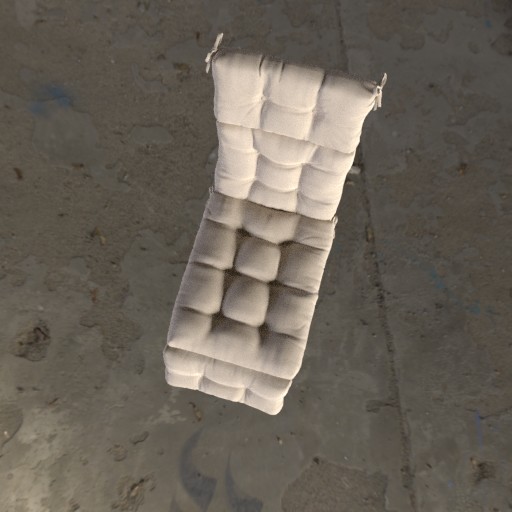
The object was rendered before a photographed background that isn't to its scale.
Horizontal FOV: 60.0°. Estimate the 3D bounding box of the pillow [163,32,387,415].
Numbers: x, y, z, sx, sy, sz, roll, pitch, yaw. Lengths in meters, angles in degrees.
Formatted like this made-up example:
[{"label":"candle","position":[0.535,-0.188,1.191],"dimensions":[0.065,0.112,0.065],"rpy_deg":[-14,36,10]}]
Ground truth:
[{"label":"pillow","position":[0.000,0.000,1.515],"dimensions":[0.526,0.863,1.016],"rpy_deg":[15,75,4]}]
